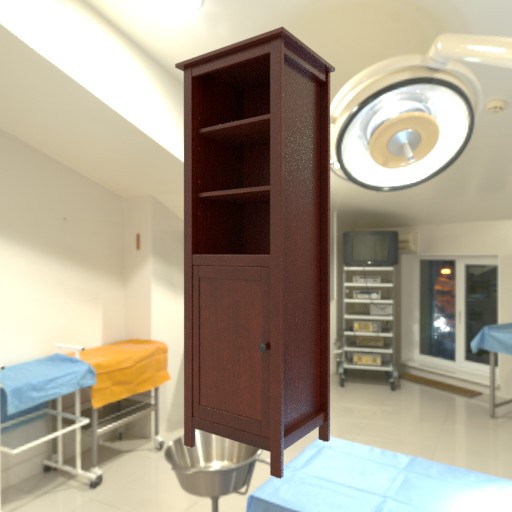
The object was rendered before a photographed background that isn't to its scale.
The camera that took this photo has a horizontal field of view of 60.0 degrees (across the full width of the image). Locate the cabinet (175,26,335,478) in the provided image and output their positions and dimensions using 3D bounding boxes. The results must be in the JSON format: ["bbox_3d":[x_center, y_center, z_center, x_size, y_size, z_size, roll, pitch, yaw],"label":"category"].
[{"bbox_3d":[0.000,0.000,1.773,0.500,1.518,0.401,0,0,35],"label":"cabinet"}]
